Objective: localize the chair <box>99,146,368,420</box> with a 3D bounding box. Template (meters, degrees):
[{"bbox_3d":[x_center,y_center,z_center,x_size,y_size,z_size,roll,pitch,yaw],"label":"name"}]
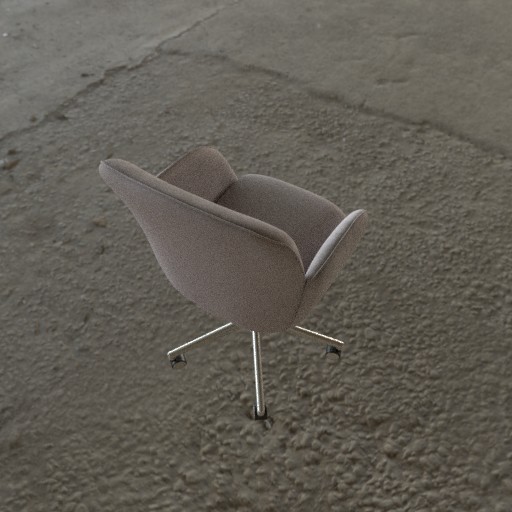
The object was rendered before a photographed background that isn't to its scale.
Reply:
[{"bbox_3d":[0.000,0.000,1.383,0.648,0.959,0.654,25,54,20],"label":"chair"}]
